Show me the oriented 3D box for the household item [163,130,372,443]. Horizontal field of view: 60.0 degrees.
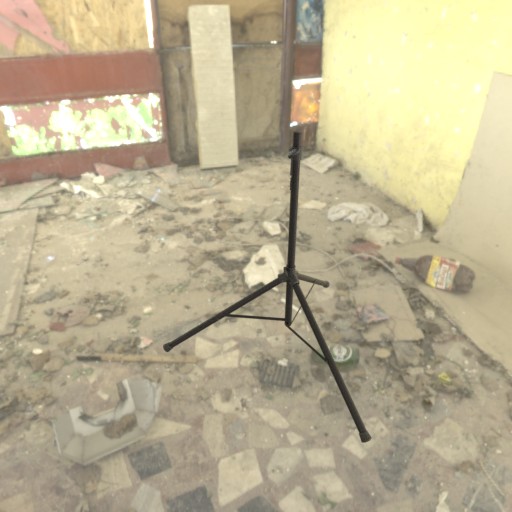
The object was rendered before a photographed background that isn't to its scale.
[{"bbox_3d":[0.000,0.000,2.819,1.339,1.595,1.596,0,32,0],"label":"household item"}]
